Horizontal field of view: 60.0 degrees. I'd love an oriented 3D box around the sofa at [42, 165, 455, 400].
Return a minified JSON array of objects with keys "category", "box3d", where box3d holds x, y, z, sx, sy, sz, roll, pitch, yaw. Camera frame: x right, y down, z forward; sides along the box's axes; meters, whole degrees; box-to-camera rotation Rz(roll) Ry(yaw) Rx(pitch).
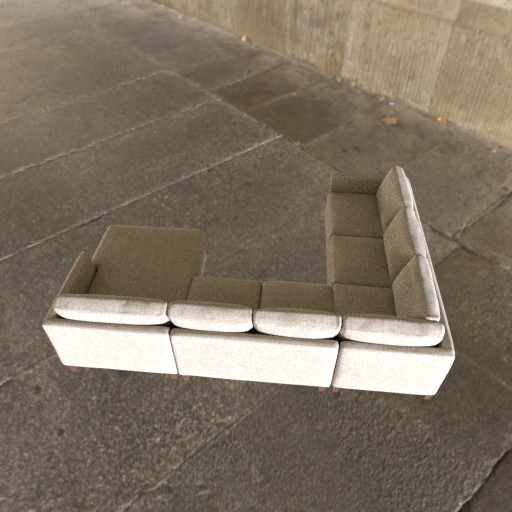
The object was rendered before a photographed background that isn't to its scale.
[{"category":"sofa","box3d":[0.000,0.000,4.705,3.460,0.959,2.593,4,44,4]}]
